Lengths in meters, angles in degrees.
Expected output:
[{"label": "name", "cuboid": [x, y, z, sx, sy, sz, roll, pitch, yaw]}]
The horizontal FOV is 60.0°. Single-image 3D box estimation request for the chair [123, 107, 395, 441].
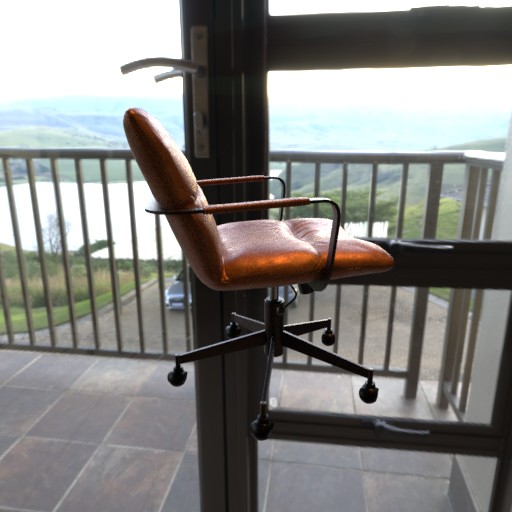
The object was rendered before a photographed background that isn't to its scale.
[{"label": "chair", "cuboid": [0.000, 0.000, 1.486, 0.754, 0.922, 0.727, -3, 16, -10]}]
